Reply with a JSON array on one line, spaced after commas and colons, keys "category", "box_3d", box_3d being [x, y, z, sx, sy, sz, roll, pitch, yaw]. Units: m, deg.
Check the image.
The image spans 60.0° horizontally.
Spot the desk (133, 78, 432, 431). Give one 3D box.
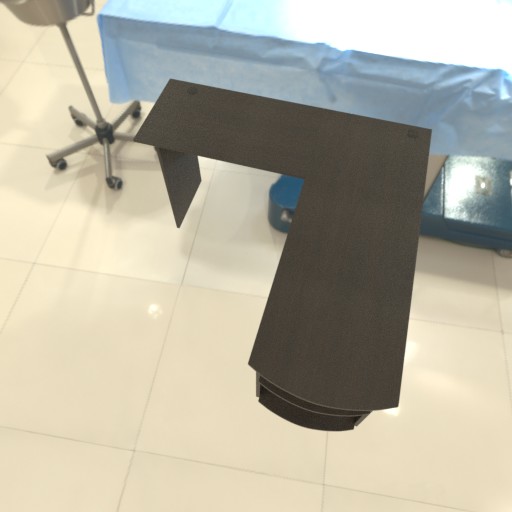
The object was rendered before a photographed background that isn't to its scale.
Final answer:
[{"category": "desk", "box_3d": [0.000, 0.000, 2.113, 1.303, 0.716, 1.361, 14, 60, 8]}]
